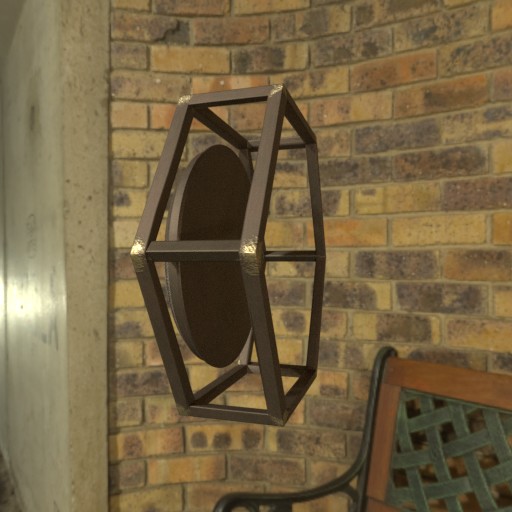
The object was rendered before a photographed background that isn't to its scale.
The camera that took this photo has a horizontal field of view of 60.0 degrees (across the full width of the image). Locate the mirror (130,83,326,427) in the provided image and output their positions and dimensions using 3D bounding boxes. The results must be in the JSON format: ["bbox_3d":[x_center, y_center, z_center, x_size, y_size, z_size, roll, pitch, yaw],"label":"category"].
[{"bbox_3d":[0.000,0.000,0.542,0.119,0.334,0.380,0,-1,17],"label":"mirror"}]
